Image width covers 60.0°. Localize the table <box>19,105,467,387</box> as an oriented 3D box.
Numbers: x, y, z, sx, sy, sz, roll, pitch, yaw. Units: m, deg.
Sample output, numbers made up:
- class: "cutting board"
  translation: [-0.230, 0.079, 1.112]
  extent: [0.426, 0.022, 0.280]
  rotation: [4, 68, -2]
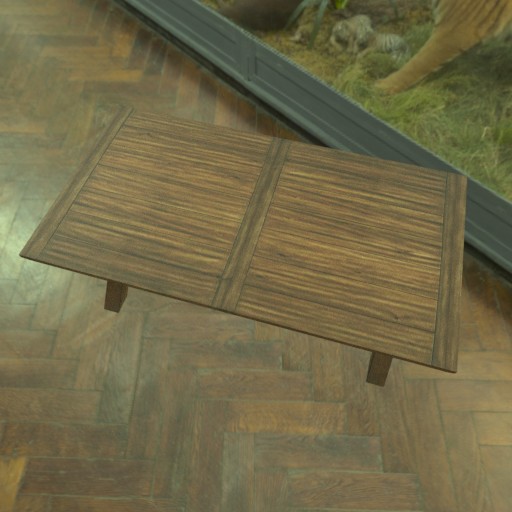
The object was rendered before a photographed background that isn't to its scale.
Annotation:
- class: "table"
  translation: [0.000, 0.000, 2.504]
  extent: [1.966, 0.793, 1.071]
  rotation: [14, 59, 8]
